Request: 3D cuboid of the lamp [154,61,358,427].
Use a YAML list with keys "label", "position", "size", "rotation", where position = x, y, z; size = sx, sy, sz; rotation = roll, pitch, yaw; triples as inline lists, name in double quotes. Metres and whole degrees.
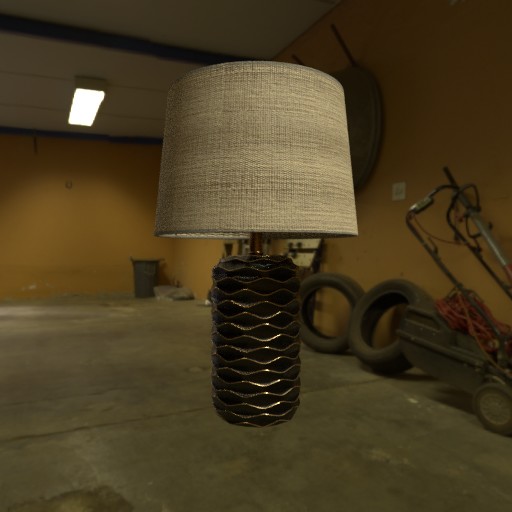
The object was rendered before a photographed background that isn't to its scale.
- label: "lamp"
  position: [0.000, 0.000, 0.837]
  size: [0.376, 0.594, 0.376]
  rotation: [0, 1, 0]
